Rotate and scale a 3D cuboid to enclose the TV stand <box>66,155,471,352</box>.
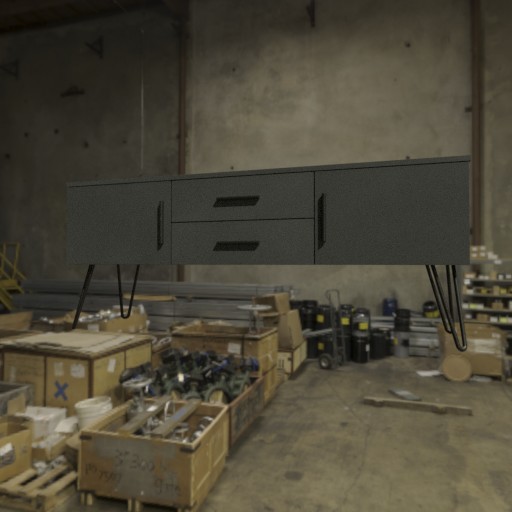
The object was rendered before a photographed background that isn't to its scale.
[{"bbox_3d":[0.000,0.000,1.643,1.400,0.560,0.400,0,-1,18],"label":"TV stand"}]
